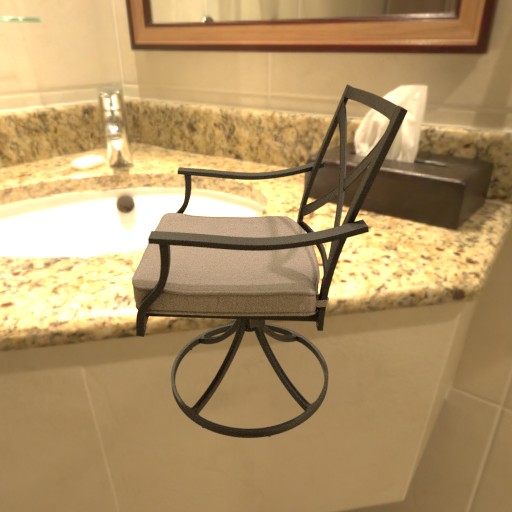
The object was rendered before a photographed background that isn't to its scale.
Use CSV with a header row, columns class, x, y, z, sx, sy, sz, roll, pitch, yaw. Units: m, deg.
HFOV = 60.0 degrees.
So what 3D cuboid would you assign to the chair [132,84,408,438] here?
class,x,y,z,sx,sy,sz,roll,pitch,yaw
chair,0.000,0.000,1.287,0.620,0.889,0.575,-1,26,-2
